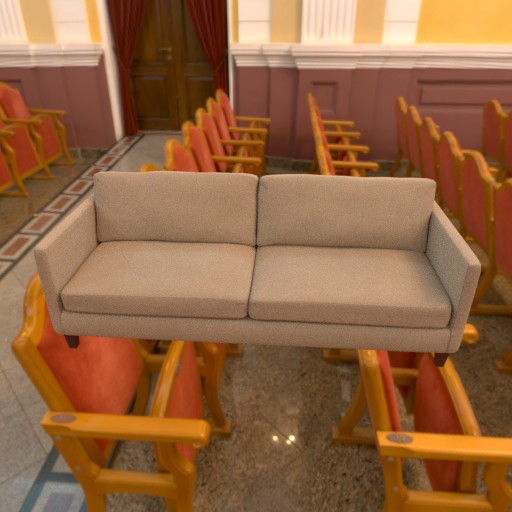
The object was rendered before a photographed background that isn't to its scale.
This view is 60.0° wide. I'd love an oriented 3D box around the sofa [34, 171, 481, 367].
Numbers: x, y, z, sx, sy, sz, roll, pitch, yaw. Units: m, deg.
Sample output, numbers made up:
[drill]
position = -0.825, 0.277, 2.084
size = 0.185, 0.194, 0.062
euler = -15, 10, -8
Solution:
[sofa]
position = 0.000, 0.000, 2.847
size = 2.404, 0.912, 0.988
euler = 2, 29, 4
